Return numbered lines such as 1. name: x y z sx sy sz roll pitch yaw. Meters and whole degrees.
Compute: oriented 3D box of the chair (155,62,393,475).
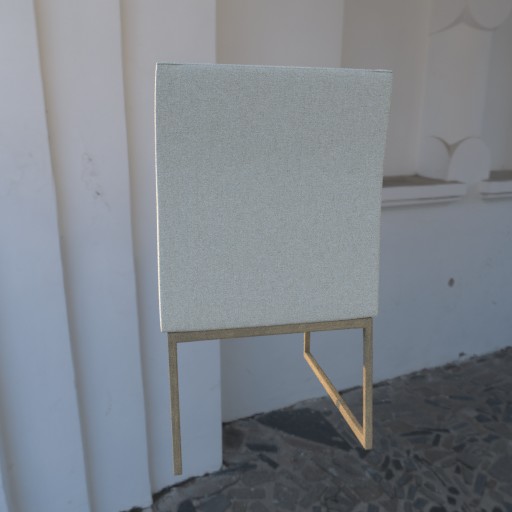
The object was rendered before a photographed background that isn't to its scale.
1. chair: 0.000 0.000 1.180 0.508 0.863 0.522 -3 14 -11
